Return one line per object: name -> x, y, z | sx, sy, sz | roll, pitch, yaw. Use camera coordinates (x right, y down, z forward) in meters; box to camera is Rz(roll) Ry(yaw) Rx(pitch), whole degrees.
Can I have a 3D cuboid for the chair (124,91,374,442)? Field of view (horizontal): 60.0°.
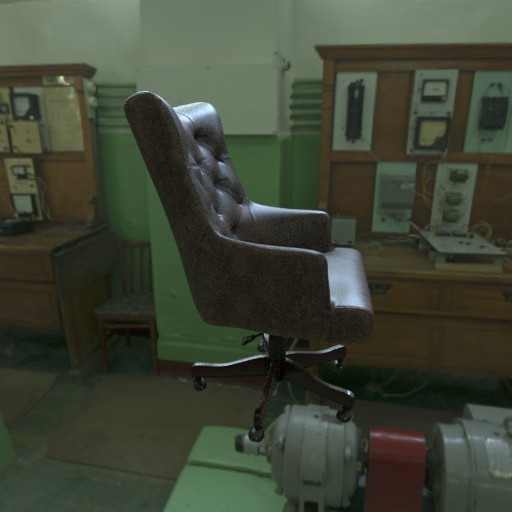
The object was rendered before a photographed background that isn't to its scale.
chair -> 0.000, 0.000, 1.528 | 0.762, 1.035, 0.641 | 3, 16, 9
